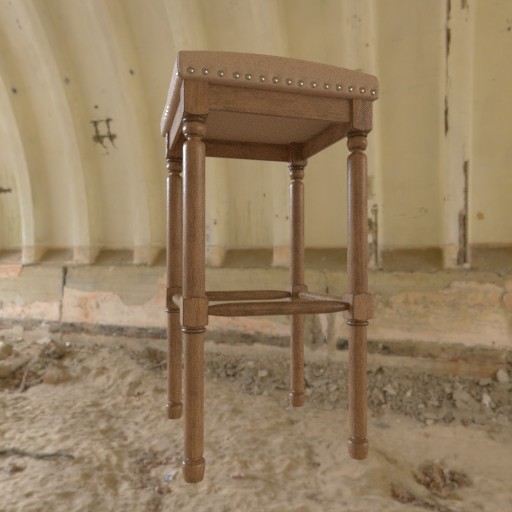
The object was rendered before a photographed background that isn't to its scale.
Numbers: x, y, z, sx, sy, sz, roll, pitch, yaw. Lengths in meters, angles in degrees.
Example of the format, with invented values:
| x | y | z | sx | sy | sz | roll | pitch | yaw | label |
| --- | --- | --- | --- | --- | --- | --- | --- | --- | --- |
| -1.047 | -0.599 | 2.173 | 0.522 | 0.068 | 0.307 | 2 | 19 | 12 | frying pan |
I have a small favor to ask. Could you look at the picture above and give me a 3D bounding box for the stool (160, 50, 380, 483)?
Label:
| x | y | z | sx | sy | sz | roll | pitch | yaw | label |
| --- | --- | --- | --- | --- | --- | --- | --- | --- | --- |
| 0.000 | 0.000 | 0.959 | 0.383 | 0.768 | 0.382 | 0 | -1 | -16 | stool |
